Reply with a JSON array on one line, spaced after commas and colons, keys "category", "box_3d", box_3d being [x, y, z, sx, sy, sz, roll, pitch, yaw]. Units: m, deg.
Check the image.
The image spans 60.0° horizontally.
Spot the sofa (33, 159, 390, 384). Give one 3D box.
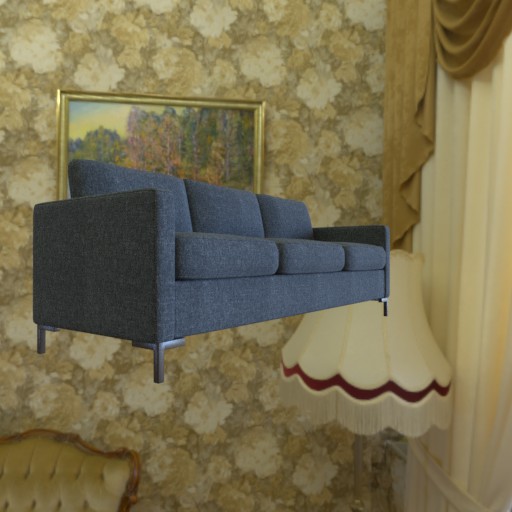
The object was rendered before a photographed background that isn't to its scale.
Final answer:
[{"category": "sofa", "box_3d": [0.000, 0.000, 2.607, 0.859, 0.874, 2.218, 0, 0, 37]}]
